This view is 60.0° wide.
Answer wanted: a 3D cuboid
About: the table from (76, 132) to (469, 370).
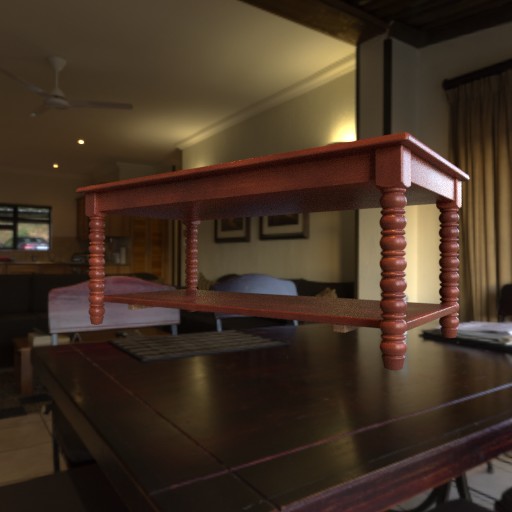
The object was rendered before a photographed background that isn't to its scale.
[{"bbox_3d":[0.000,0.000,1.447,1.171,0.485,0.580,0,0,37],"label":"table"}]
